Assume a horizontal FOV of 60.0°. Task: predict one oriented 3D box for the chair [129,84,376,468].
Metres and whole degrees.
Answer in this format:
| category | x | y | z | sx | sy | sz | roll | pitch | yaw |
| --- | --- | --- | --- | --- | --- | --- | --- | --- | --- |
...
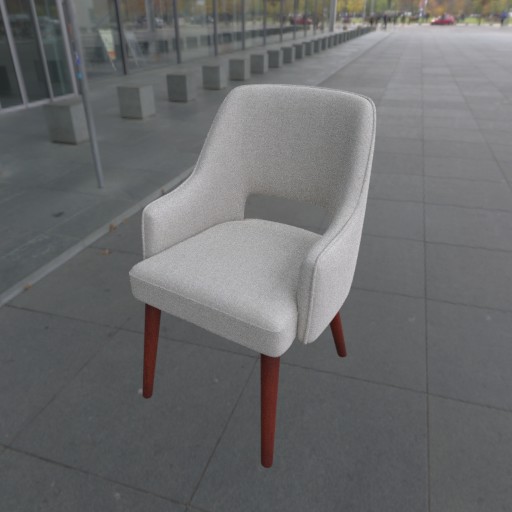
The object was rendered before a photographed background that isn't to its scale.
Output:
| category | x | y | z | sx | sy | sz | roll | pitch | yaw |
| --- | --- | --- | --- | --- | --- | --- | --- | --- | --- |
| chair | 0.000 | 0.000 | 1.245 | 0.560 | 0.840 | 0.580 | 17 | 33 | 29 |
